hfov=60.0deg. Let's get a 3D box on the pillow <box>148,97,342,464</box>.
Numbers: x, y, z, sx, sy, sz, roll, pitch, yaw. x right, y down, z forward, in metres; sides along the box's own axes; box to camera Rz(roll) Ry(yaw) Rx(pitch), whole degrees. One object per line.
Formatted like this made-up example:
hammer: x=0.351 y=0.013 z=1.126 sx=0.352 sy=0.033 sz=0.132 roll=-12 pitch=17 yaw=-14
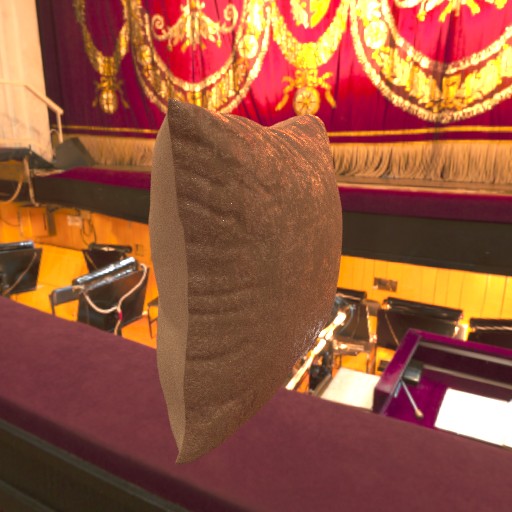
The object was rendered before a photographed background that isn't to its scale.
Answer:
pillow: x=0.000 y=0.000 z=0.703 sx=0.245 sy=0.448 sz=0.450 roll=8 pitch=17 yaw=27
